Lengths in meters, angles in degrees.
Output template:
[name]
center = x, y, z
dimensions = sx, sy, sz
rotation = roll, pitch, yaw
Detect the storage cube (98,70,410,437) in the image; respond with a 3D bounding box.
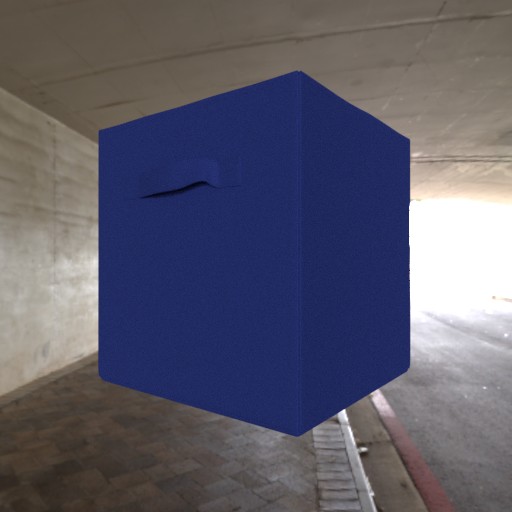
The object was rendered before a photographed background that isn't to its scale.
[storage cube]
center = 0.000, 0.000, 0.507
dimensions = 0.270, 0.280, 0.270
rotation = 0, 0, 38
